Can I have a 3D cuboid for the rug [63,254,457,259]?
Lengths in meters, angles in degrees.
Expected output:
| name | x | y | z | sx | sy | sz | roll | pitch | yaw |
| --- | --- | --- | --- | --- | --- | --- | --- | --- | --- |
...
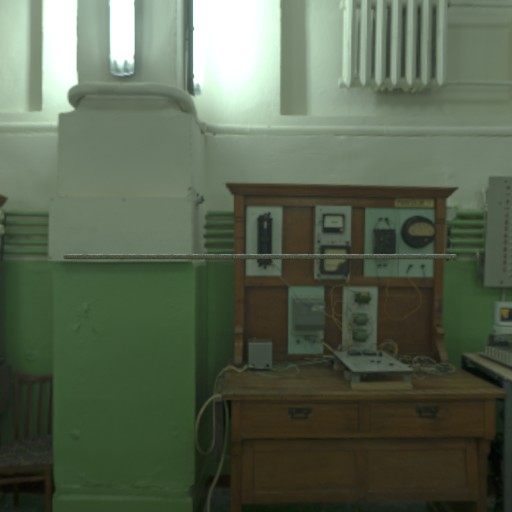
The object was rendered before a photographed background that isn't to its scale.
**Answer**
| name | x | y | z | sx | sy | sz | roll | pitch | yaw |
| --- | --- | --- | --- | --- | --- | --- | --- | --- | --- |
| rug | 0.000 | 0.000 | 2.283 | 1.222 | 0.015 | 1.828 | 0 | 0 | -1 |
